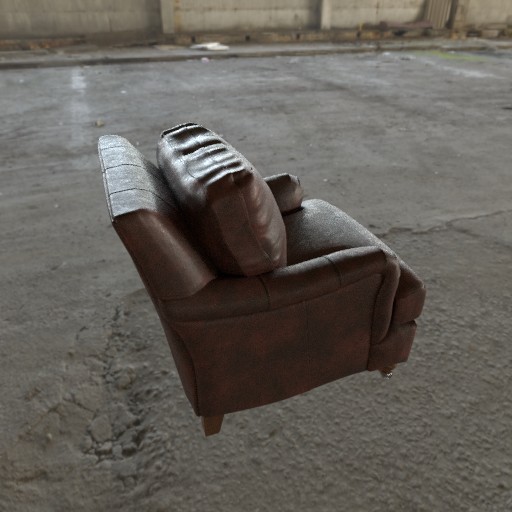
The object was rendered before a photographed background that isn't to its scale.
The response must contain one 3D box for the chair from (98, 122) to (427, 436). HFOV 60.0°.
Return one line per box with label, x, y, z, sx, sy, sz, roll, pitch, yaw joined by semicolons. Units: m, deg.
chair;0.000;0.000;1.953;1.156;1.051;0.987;-10;31;-17
